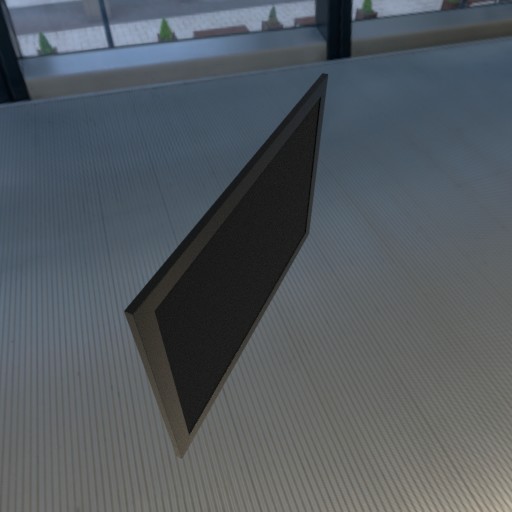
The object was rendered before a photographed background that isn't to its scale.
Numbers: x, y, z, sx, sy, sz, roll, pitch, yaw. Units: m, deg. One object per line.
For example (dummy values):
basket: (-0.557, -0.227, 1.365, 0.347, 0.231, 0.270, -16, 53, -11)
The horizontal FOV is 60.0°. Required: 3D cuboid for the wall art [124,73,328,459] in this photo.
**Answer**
wall art: (0.000, 0.000, 0.857, 0.013, 0.447, 0.660, 19, 49, 17)
